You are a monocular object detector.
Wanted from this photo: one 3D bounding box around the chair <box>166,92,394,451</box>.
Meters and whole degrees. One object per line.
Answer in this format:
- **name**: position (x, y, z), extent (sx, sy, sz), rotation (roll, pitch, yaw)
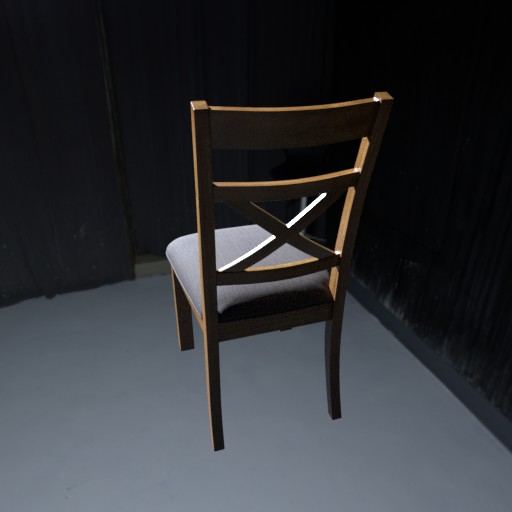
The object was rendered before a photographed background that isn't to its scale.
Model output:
- **chair**: position (0.000, 0.000, 1.289), extent (0.470, 0.949, 0.581), rotation (-8, 29, -16)
